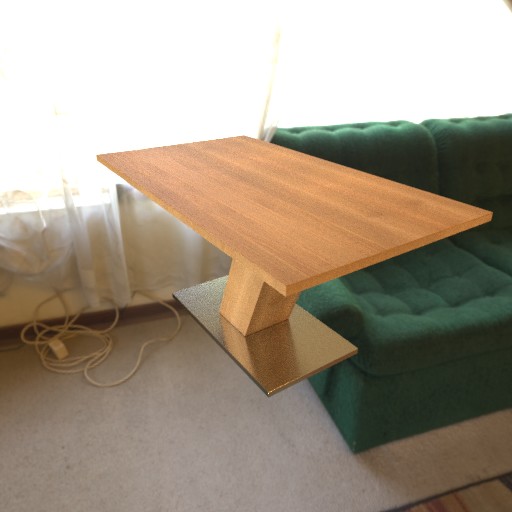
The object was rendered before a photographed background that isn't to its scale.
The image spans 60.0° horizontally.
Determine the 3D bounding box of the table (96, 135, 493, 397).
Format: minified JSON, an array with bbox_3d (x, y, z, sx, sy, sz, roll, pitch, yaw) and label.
[{"bbox_3d":[0.000,0.000,2.070,0.900,0.750,1.600,-17,31,-30],"label":"table"}]
